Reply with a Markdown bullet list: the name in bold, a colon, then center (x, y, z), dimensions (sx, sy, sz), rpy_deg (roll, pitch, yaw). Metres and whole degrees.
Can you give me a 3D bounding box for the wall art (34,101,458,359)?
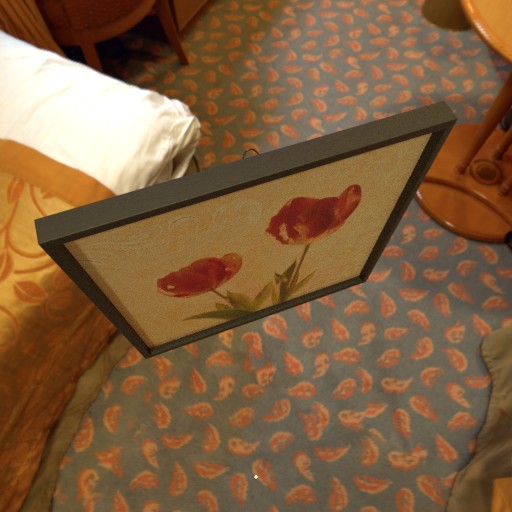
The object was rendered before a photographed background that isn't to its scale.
- **wall art**: center (0.000, 0.000, 0.511), dimensions (0.349, 0.349, 0.038), rpy_deg (-18, 65, -9)
